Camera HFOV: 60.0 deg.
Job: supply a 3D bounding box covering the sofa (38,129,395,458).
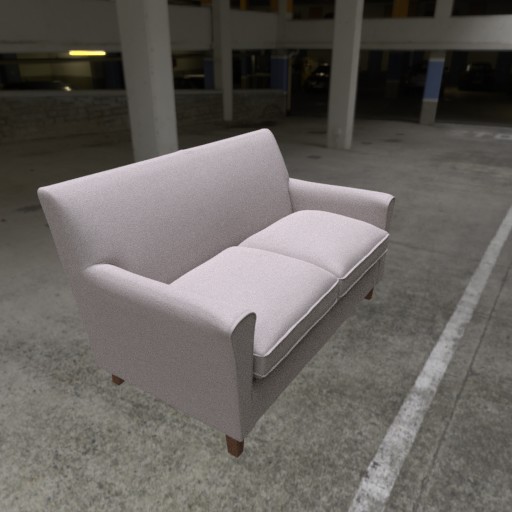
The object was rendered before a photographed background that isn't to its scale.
[{"bbox_3d":[0.000,0.000,2.082,0.888,0.890,1.482,16,30,30],"label":"sofa"}]
